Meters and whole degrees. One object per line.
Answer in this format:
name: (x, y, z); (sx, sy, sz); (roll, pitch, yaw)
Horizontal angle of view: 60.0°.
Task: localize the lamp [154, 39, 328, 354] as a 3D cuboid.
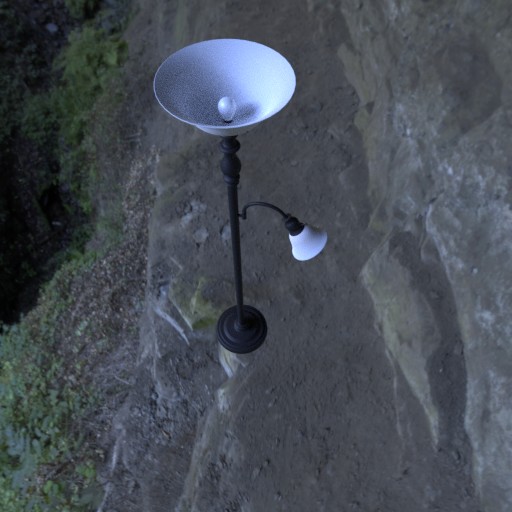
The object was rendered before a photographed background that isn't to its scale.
lamp: (0.000, 0.000, 2.009); (0.588, 1.793, 0.405); (13, 58, 8)
